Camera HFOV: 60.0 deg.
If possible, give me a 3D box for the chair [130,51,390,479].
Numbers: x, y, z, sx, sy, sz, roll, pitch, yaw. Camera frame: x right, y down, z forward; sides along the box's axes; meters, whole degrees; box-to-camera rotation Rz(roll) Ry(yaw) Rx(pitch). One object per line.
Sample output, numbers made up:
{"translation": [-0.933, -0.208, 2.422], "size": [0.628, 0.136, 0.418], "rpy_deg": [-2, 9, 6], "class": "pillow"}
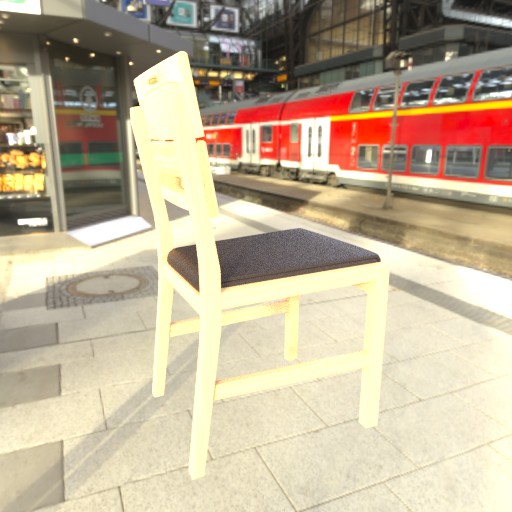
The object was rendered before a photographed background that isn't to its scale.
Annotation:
{"translation": [0.000, 0.000, 1.241], "size": [0.560, 0.950, 0.475], "rpy_deg": [-7, 16, -25], "class": "chair"}
